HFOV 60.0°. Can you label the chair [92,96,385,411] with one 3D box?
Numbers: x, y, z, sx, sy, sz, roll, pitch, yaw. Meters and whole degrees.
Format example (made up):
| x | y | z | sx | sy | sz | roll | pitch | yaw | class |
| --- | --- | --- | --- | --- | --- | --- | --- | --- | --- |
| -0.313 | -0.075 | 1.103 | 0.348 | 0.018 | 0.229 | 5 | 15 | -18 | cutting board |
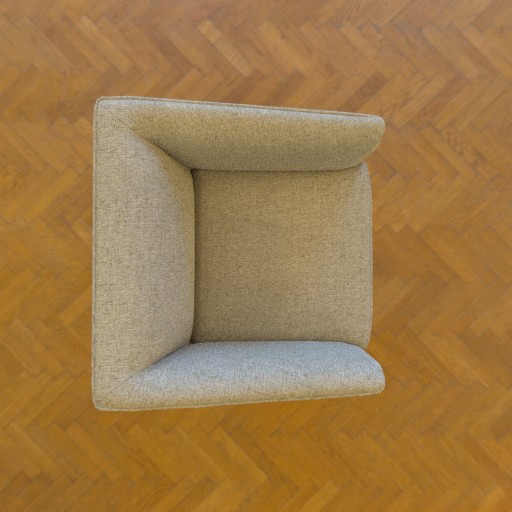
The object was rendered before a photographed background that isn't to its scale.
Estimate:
| x | y | z | sx | sy | sz | roll | pitch | yaw | class |
| --- | --- | --- | --- | --- | --- | --- | --- | --- | --- |
| 0.000 | 0.000 | 1.226 | 0.623 | 0.760 | 0.628 | 0 | 89 | 1 | chair |
